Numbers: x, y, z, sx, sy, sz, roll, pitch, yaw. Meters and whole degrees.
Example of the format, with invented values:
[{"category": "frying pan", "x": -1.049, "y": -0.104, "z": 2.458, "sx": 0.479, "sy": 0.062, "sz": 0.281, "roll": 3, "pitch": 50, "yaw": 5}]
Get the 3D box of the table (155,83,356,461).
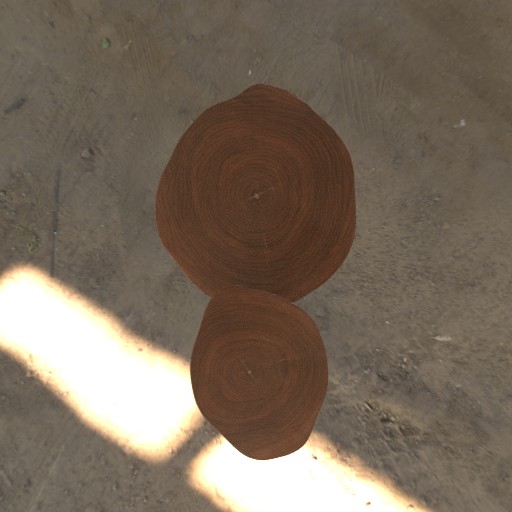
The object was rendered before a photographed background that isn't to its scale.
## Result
[{"category": "table", "x": 0.000, "y": 0.000, "z": 1.093, "sx": 0.442, "sy": 0.538, "sz": 0.759, "roll": 0, "pitch": 91, "yaw": 1}]
